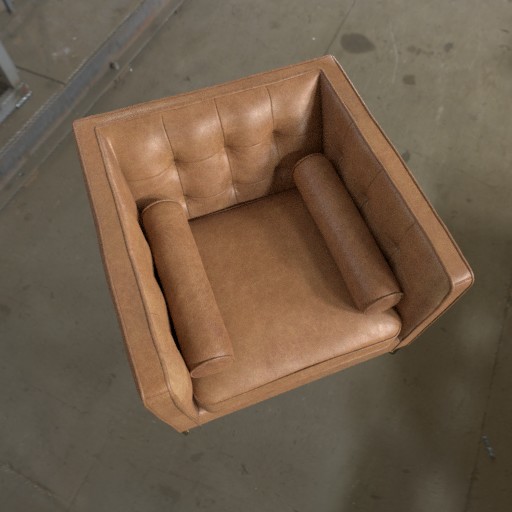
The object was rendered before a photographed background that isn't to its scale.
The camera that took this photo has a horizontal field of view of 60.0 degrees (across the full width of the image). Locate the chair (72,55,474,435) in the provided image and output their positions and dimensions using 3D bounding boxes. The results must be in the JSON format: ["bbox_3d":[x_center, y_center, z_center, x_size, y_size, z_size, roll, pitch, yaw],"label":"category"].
[{"bbox_3d":[0.000,0.000,1.587,0.920,0.797,0.912,-18,64,-9],"label":"chair"}]
